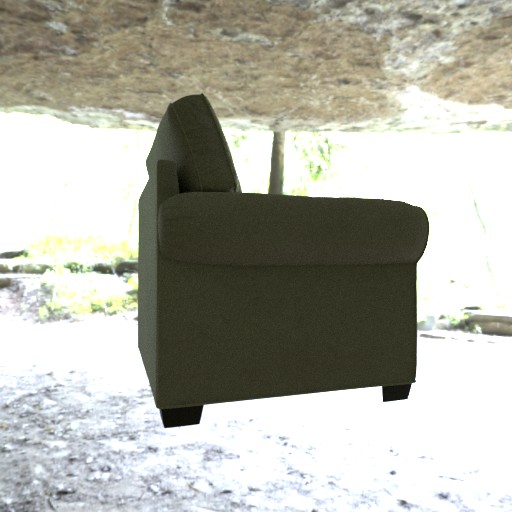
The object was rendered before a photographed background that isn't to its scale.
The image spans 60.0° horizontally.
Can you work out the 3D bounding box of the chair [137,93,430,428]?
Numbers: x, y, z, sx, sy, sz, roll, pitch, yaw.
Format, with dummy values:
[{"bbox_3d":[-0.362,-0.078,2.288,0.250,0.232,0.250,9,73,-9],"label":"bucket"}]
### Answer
[{"bbox_3d":[0.000,0.000,1.915,0.939,1.044,1.147,0,0,-18],"label":"chair"}]
